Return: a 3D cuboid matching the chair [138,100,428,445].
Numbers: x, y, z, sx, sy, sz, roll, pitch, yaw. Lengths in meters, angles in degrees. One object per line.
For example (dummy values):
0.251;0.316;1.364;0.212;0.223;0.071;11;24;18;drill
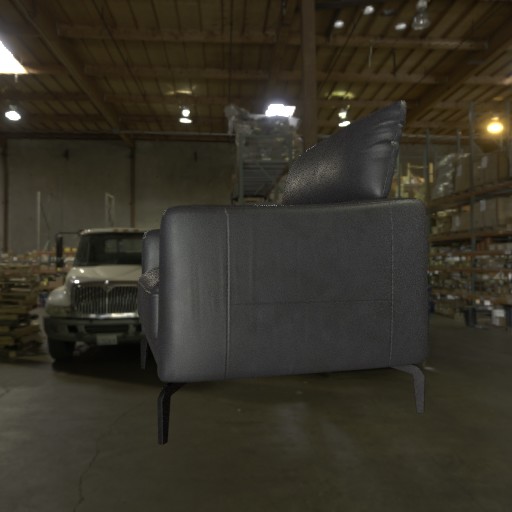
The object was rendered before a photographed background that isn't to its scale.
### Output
0.000;0.000;1.612;0.809;0.949;0.976;0;-1;-17;chair
